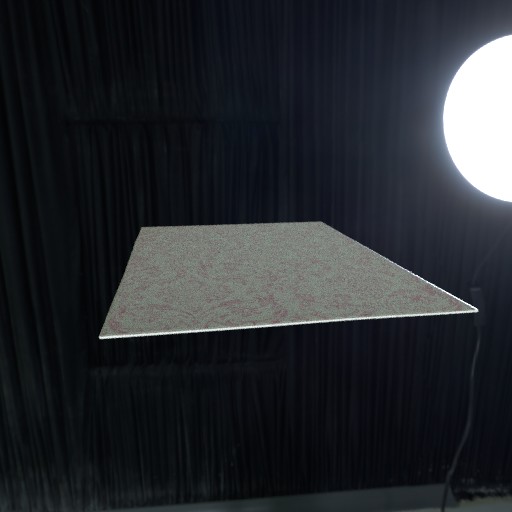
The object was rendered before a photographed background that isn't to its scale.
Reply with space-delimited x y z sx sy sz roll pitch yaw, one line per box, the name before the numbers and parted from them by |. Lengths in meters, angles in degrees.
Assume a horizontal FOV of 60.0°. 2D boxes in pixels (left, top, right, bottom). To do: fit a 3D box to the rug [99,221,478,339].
rug | 0.000 0.000 2.858 1.598 0.014 2.202 -3 15 -10
